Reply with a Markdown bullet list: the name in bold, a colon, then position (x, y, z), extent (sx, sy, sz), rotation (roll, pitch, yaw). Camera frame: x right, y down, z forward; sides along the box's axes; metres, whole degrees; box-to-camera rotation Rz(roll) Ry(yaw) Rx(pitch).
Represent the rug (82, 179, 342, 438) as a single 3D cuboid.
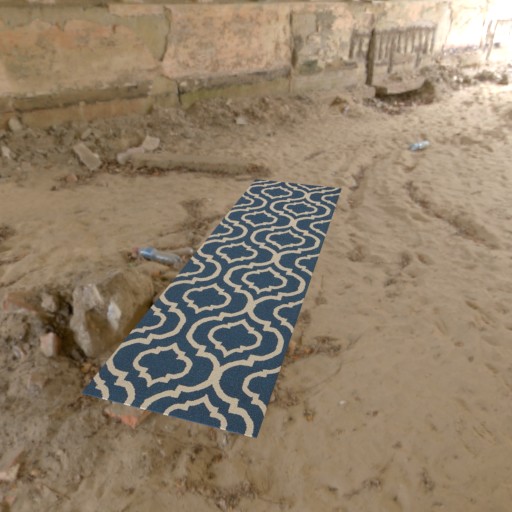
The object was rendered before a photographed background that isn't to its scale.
- **rug**: position (0.000, 0.000, 2.526), extent (0.685, 0.006, 2.296), rotation (9, 32, 14)
